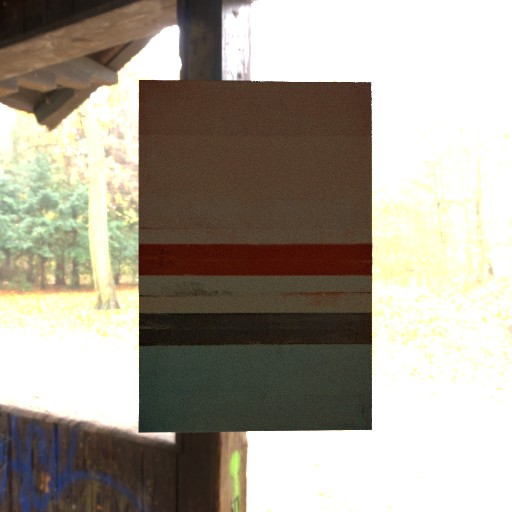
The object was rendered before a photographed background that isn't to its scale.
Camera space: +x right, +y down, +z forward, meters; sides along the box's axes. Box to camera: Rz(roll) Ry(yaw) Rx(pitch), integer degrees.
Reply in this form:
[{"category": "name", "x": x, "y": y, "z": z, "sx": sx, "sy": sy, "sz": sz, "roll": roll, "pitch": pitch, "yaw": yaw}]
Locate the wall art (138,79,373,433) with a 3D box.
[{"category": "wall art", "x": 0.000, "y": 0.000, "z": 1.172, "sx": 0.610, "sy": 0.914, "sz": 0.038, "roll": 0, "pitch": 0, "yaw": -1}]
